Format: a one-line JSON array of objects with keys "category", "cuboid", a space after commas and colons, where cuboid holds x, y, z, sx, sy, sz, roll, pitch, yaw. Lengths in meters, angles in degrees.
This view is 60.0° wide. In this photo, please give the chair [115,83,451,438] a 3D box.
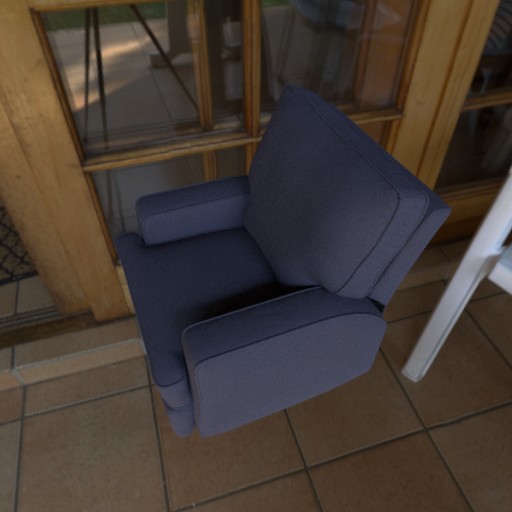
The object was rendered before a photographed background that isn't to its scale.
[{"category": "chair", "cuboid": [0.000, 0.000, 1.677, 0.964, 0.962, 0.861, -17, 48, -16]}]
